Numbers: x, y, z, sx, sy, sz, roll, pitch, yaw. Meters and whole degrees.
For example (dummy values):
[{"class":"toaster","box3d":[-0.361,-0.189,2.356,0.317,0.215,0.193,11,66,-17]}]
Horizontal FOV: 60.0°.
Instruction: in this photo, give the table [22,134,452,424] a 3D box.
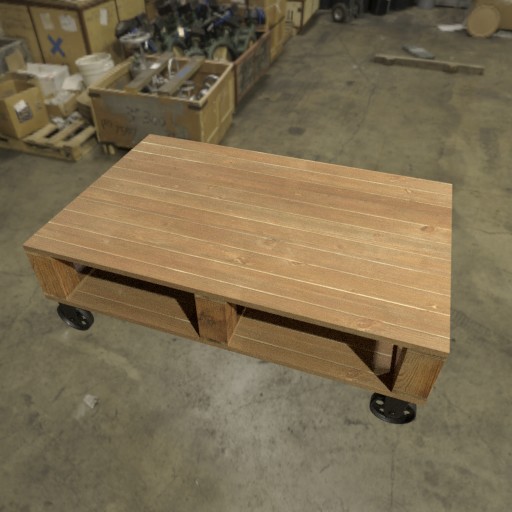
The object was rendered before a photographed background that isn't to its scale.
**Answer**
[{"class":"table","box3d":[0.000,0.000,1.689,1.299,0.413,0.827,13,43,14]}]
